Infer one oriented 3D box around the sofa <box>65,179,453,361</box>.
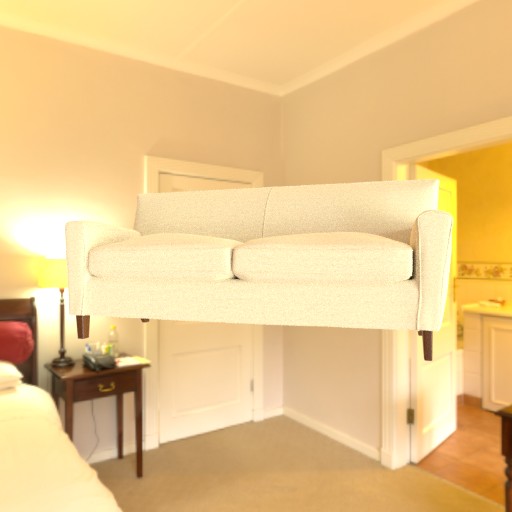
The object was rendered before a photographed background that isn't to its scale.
[{"bbox_3d":[0.000,0.000,2.507,2.001,0.907,0.841,0,0,17],"label":"sofa"}]
